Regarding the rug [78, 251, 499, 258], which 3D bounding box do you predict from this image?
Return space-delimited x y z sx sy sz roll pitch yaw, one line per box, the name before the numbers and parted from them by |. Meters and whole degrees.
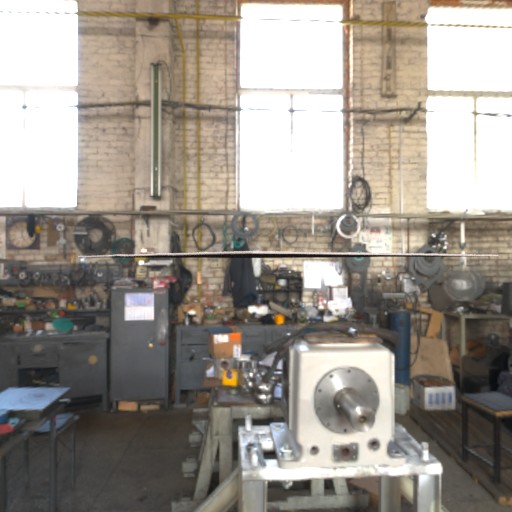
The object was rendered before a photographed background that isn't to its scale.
rug | 0.000 0.000 4.240 2.449 0.019 3.357 0 -1 -36
